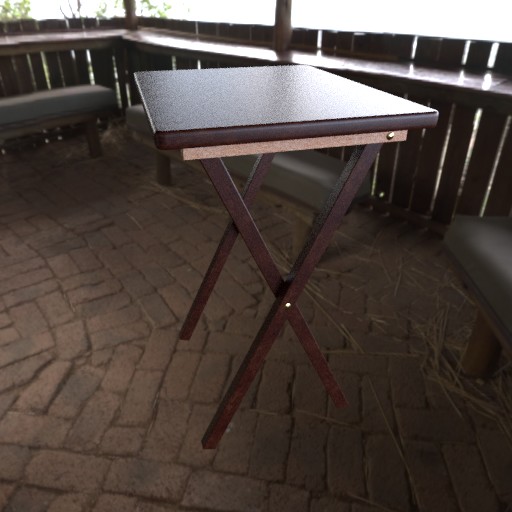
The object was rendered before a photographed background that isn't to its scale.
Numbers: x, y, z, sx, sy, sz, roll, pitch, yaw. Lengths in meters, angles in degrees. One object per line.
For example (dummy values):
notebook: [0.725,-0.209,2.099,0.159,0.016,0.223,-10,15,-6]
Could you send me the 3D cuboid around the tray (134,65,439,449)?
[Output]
tray: [0.000,0.000,0.916,0.381,0.660,0.483,-8,32,-14]
